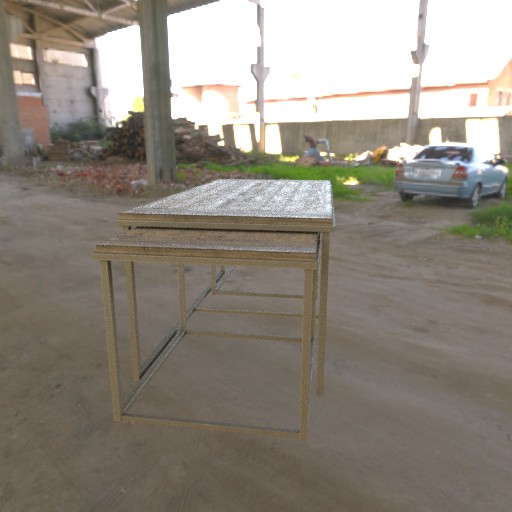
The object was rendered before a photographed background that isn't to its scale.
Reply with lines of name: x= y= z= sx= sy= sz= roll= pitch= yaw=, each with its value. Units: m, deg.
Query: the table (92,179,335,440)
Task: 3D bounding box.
table: x=0.000 y=0.000 z=1.484 sx=0.489 sy=0.427 sz=1.312 roll=2 pitch=15 yaw=9
